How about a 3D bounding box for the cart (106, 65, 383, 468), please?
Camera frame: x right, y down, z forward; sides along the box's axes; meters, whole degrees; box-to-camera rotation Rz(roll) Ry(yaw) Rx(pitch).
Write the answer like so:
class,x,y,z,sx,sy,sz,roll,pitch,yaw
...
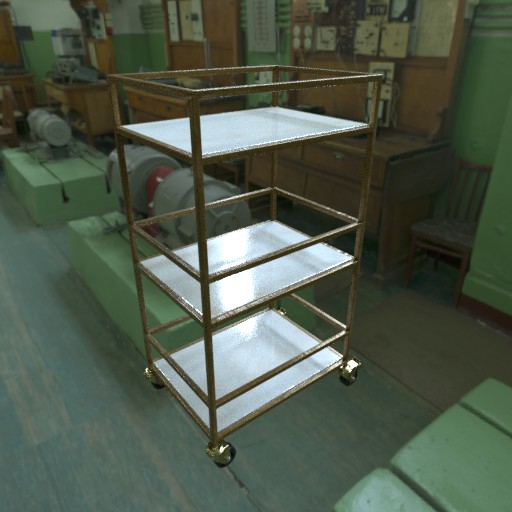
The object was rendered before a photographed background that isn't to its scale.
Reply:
class,x,y,z,sx,sy,sz,roll,pitch,yaw
cart,0.000,0.000,0.997,0.483,0.761,0.332,-20,33,-33
